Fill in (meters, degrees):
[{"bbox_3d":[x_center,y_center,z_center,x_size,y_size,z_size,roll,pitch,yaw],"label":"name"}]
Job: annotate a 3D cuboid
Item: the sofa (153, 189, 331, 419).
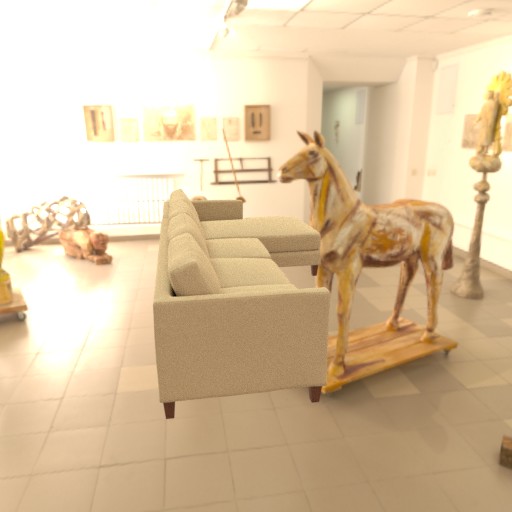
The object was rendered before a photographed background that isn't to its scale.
[{"bbox_3d":[0.000,0.000,3.880,1.625,0.861,3.186,-3,16,-10],"label":"sofa"}]
